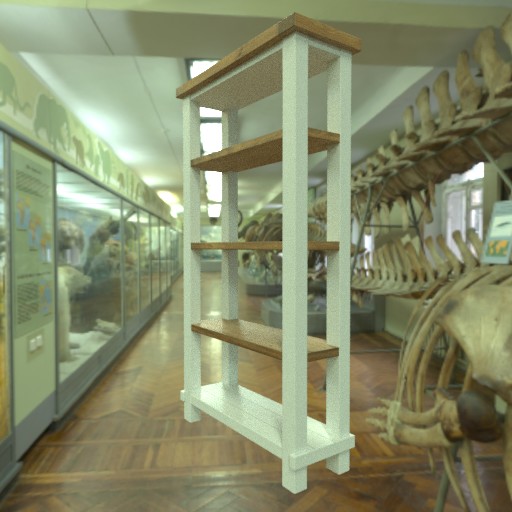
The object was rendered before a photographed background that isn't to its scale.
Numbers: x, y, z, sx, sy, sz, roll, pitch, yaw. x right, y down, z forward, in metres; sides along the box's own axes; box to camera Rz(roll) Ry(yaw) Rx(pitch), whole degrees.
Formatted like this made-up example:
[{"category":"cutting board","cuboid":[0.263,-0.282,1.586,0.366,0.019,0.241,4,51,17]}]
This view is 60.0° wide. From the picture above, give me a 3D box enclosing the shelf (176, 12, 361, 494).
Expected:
[{"category":"shelf","cuboid":[0.000,0.000,2.227,0.381,1.878,1.022,-1,2,-36]}]
